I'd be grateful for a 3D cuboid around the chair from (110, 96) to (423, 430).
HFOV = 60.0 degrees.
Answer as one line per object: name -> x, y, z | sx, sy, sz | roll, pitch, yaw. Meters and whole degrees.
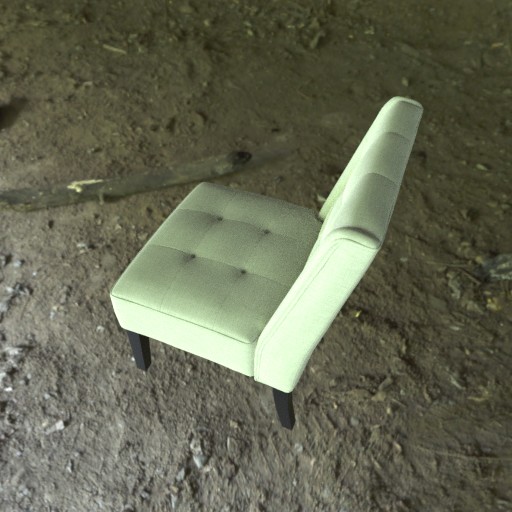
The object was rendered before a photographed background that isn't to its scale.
chair -> 0.000, 0.000, 1.298 | 0.676, 0.853, 0.569 | 16, 48, 15
